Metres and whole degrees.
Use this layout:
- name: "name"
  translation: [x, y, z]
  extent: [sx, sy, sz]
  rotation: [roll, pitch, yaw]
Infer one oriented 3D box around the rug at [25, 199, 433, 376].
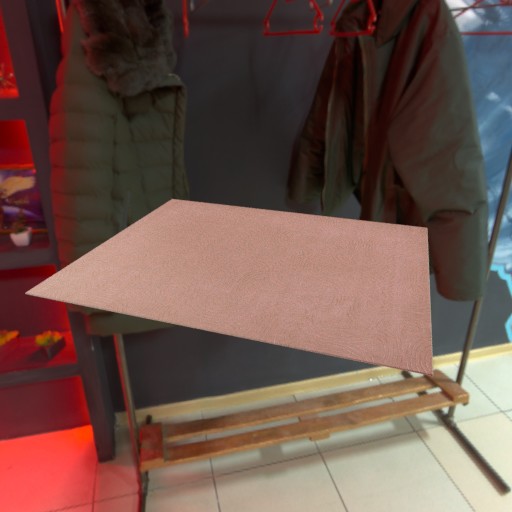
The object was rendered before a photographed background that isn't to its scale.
- name: "rug"
  translation: [0.000, 0.000, 3.497]
  extent: [2.584, 0.011, 2.073]
  rotation: [8, 27, 16]
